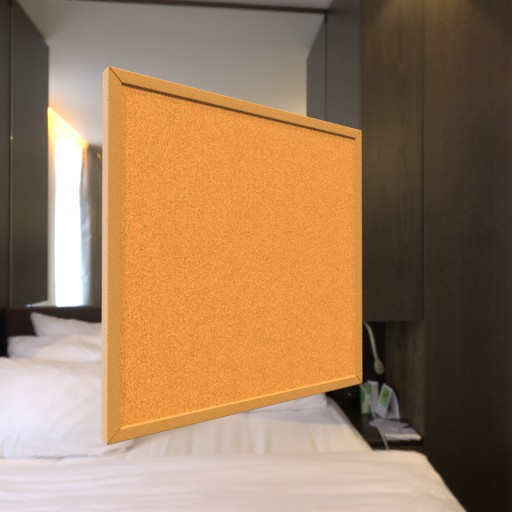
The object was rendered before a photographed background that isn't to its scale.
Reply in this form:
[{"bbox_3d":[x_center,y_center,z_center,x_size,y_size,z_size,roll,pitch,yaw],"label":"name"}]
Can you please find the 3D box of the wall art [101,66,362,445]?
[{"bbox_3d":[0.000,0.000,1.127,0.761,0.761,0.037,0,-1,-36],"label":"wall art"}]
